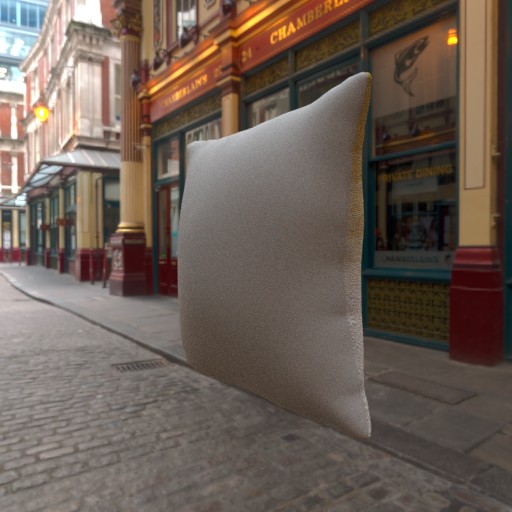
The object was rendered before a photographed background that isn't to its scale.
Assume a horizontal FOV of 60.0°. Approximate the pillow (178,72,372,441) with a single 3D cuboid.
[{"bbox_3d":[0.000,0.000,0.713,0.211,0.450,0.450,0,0,-37],"label":"pillow"}]
